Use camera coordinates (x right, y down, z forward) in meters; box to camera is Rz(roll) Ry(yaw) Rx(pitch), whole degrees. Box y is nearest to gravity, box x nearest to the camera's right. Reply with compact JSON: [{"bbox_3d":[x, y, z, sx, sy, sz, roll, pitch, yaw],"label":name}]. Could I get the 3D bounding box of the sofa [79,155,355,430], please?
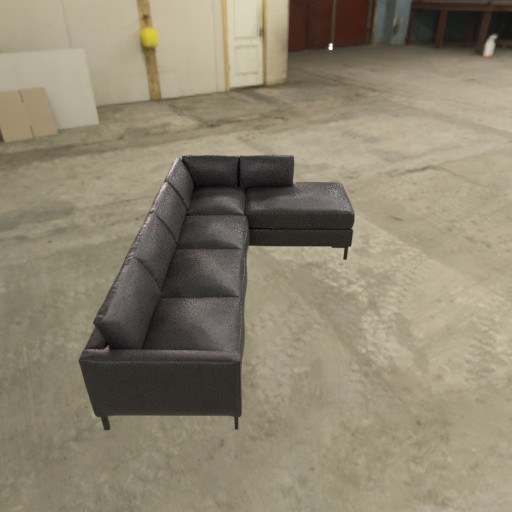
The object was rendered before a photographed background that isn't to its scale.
[{"bbox_3d":[0.000,0.000,3.802,1.938,0.877,2.984,0,31,0],"label":"sofa"}]
